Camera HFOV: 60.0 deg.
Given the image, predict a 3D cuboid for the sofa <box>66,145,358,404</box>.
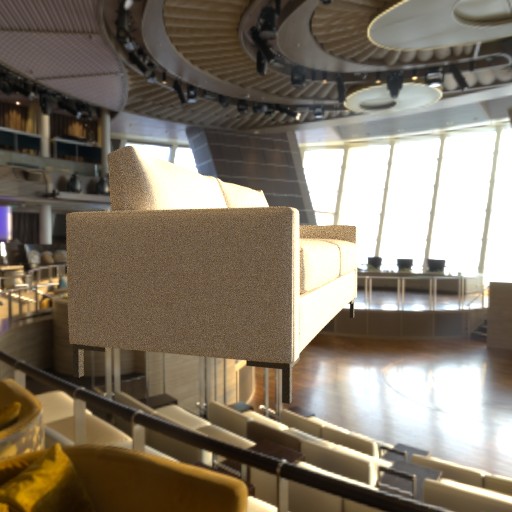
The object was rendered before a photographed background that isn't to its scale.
[{"bbox_3d":[0.000,0.000,2.155,0.839,0.812,1.651,1,2,19],"label":"sofa"}]
